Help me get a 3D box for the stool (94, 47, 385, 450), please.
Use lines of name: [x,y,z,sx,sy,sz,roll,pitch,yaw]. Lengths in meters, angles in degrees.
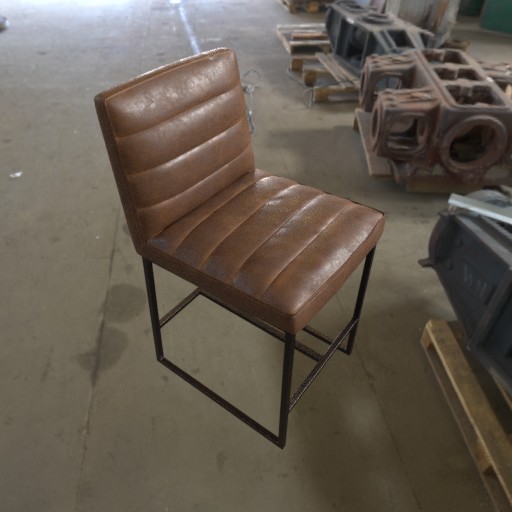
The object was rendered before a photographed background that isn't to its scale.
stool: [0.000,0.000,1.248,0.562,0.942,0.463,26,47,27]
